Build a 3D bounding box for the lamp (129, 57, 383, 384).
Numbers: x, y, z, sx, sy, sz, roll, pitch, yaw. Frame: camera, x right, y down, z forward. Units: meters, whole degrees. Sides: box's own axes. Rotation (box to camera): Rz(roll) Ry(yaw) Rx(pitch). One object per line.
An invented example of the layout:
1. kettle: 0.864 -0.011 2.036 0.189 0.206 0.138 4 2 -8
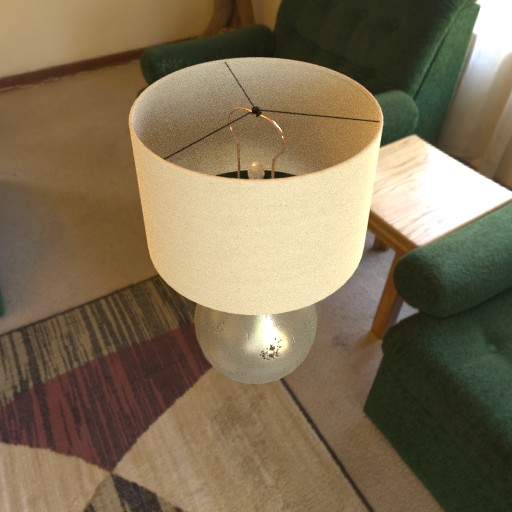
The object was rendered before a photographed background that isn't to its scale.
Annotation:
1. lamp: 0.000 0.000 0.729 0.330 0.521 0.330 0 46 0
